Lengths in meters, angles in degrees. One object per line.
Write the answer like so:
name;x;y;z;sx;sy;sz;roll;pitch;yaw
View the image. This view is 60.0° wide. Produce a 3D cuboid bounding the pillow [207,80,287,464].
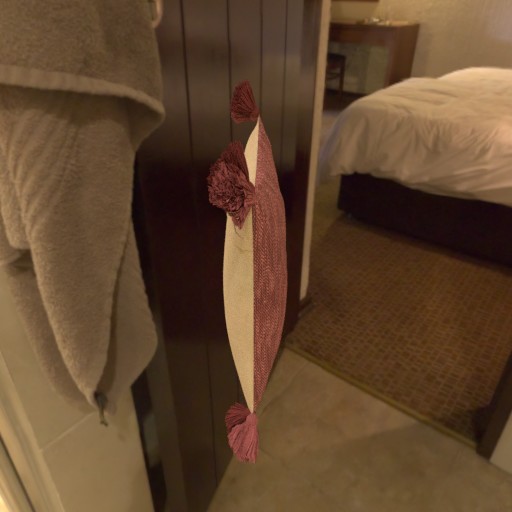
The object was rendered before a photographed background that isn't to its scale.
pillow;0.000;0.000;0.977;0.138;0.659;0.641;1;32;1
